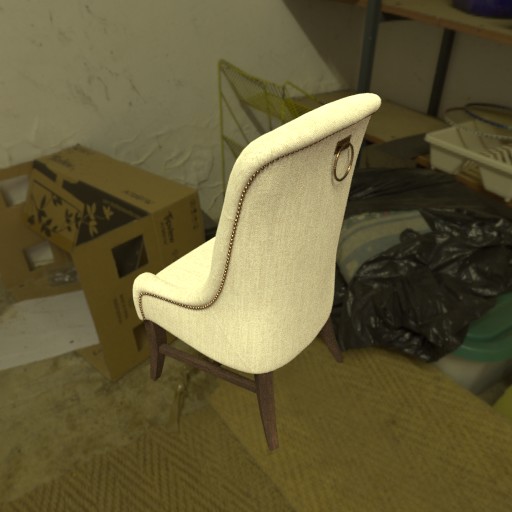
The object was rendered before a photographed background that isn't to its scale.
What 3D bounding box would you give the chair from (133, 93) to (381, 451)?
[{"bbox_3d":[0.000,0.000,1.513,0.629,1.091,0.634,21,38,30],"label":"chair"}]
